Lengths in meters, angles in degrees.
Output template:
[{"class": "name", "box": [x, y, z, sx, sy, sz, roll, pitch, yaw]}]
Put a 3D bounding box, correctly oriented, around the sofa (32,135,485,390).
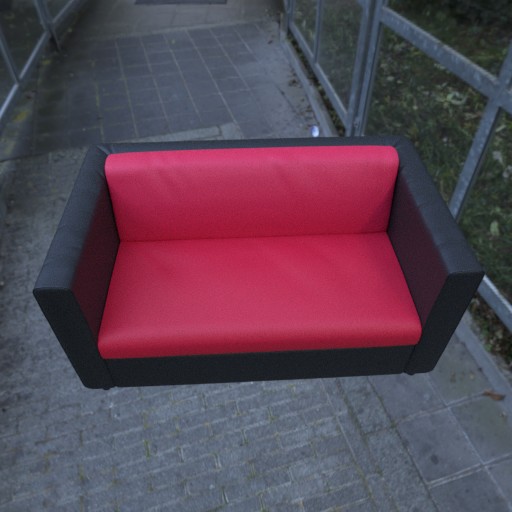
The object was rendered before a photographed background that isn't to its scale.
[{"class": "sofa", "box": [0.000, 0.000, 1.864, 1.410, 0.735, 0.845, -2, 45, -2]}]
